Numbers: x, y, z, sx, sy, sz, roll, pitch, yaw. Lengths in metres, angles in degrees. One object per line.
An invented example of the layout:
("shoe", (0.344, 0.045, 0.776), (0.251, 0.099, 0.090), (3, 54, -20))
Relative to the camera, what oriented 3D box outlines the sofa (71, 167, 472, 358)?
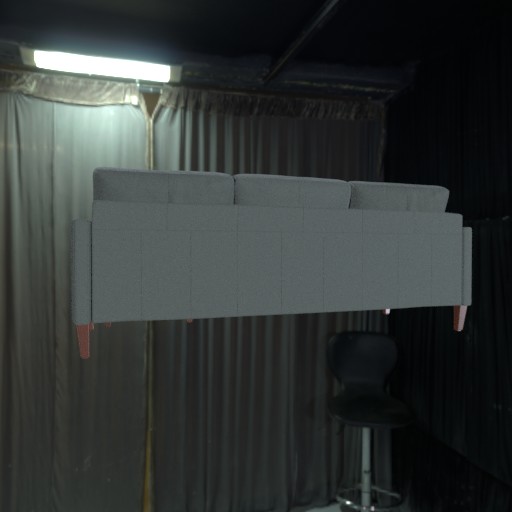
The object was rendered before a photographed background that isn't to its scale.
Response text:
("sofa", (0.000, 0.000, 2.945), (2.178, 0.876, 1.506), (0, 1, -19))
